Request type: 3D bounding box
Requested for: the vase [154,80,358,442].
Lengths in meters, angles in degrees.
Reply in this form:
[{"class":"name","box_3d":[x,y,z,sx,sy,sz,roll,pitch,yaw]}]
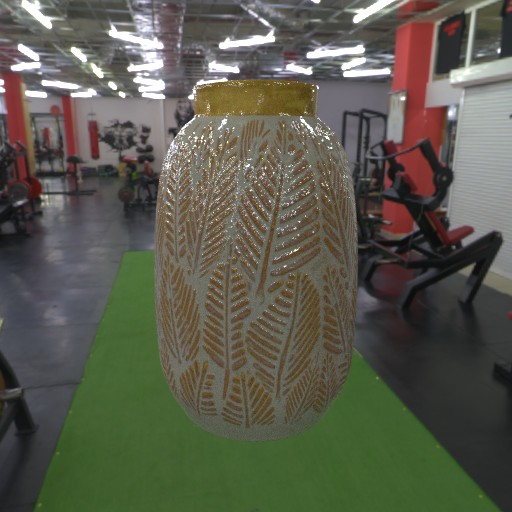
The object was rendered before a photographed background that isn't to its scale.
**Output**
[{"class":"vase","box_3d":[0.000,0.000,0.378,0.172,0.270,0.172,0,15,0]}]
